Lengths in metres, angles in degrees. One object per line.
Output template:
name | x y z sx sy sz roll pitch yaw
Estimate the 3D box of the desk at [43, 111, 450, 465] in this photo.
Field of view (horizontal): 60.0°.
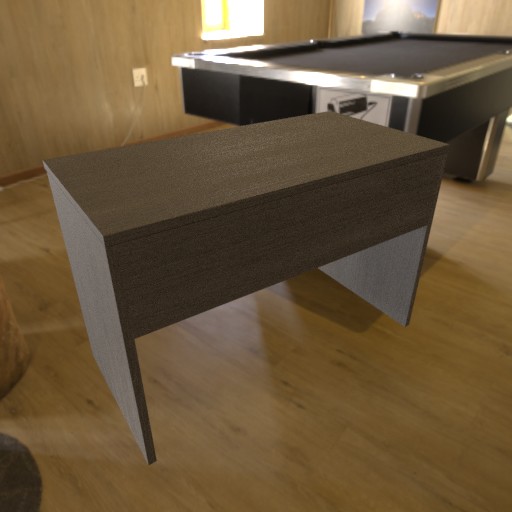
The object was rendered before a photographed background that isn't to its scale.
desk | 0.000 0.000 1.520 1.099 0.729 0.557 -19 36 -29
